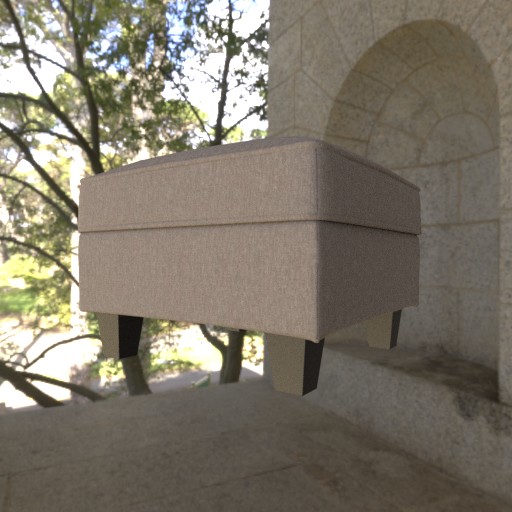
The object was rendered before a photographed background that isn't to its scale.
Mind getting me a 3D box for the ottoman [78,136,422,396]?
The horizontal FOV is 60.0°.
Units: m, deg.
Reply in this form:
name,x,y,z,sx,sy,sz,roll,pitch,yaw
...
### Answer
name,x,y,z,sx,sy,sz,roll,pitch,yaw
ottoman,0.000,0.000,1.432,0.871,0.612,0.808,0,0,35
